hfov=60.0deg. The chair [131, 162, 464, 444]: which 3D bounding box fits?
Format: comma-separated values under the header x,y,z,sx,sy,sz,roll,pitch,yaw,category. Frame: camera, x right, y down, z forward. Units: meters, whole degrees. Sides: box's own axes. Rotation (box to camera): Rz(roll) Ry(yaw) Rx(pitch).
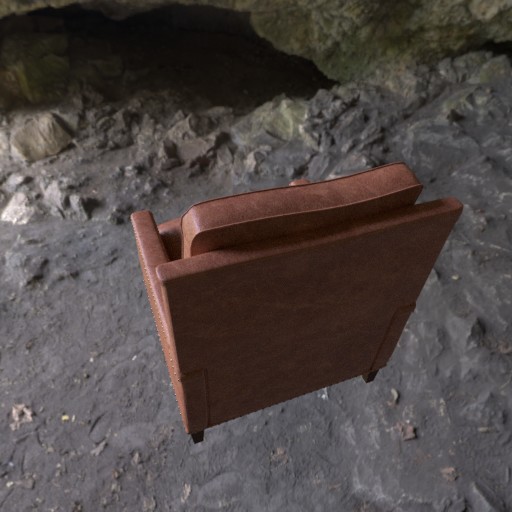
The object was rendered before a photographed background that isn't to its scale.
x,y,z,sx,sy,sz,roll,pitch,yaw,category
0.000,0.000,1.754,0.854,1.054,1.035,-14,41,-16,chair
